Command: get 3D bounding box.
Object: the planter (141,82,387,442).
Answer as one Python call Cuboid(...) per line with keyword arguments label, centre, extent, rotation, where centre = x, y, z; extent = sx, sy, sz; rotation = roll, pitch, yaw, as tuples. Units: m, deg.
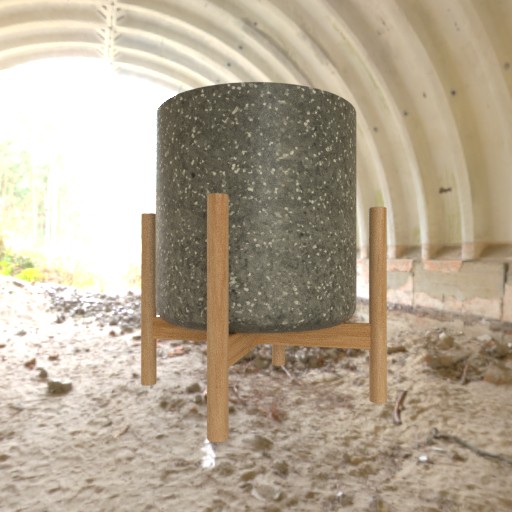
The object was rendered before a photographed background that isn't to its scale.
Cuboid(label="planter", centre=(0.000, 0.000, 0.685), extent=(0.360, 0.419, 0.360), rotation=(0, 0, 37))
